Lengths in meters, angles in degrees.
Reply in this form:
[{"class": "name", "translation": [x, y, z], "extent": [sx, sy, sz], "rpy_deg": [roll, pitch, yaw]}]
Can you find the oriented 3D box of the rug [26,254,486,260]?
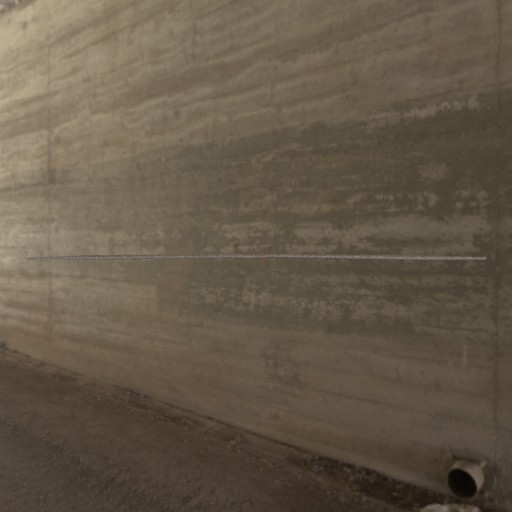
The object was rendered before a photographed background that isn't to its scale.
[{"class": "rug", "translation": [0.000, 0.000, 2.263], "extent": [1.773, 0.021, 1.149], "rpy_deg": [0, 1, 1]}]
